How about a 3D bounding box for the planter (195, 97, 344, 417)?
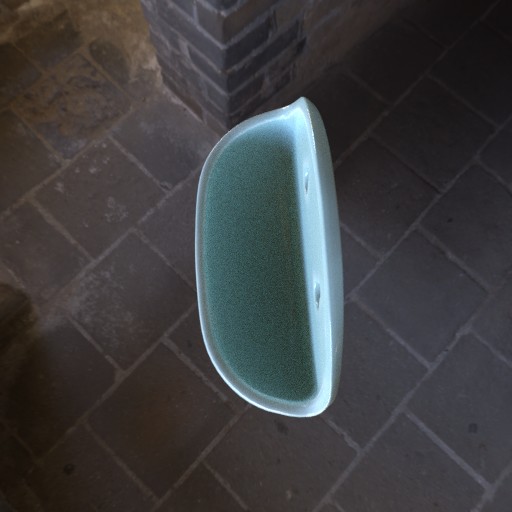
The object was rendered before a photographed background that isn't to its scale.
[{"bbox_3d":[0.000,0.000,0.272,0.073,0.164,0.189,-3,75,-1],"label":"planter"}]
